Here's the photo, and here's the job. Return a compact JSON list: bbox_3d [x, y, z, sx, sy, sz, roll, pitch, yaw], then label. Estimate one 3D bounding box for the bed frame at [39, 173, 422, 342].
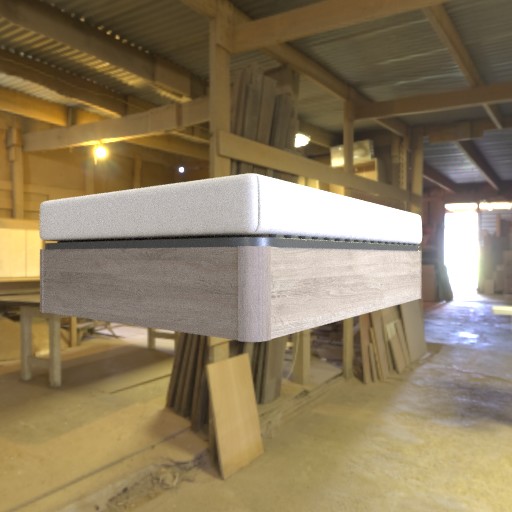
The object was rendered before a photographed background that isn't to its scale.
[{"bbox_3d":[0.000,0.000,2.606,1.400,0.561,1.900,0,0,36],"label":"bed frame"}]
